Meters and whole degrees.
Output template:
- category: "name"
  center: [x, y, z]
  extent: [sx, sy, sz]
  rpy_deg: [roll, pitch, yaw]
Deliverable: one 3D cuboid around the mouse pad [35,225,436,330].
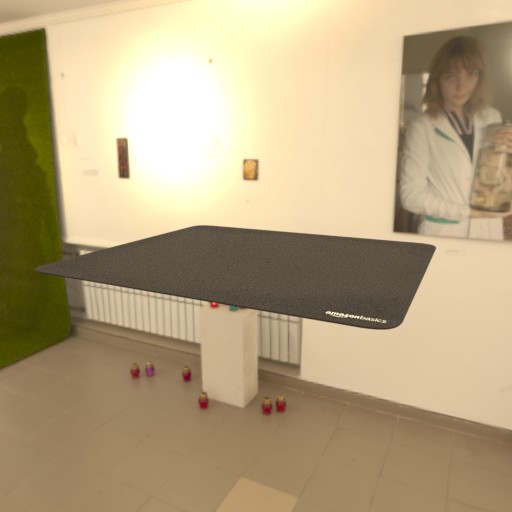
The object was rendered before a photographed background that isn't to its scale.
- category: "mouse pad"
  center: [0.000, 0.000, 0.630]
  extent: [0.451, 0.002, 0.393]
  rpy_deg: [6, 15, 25]
